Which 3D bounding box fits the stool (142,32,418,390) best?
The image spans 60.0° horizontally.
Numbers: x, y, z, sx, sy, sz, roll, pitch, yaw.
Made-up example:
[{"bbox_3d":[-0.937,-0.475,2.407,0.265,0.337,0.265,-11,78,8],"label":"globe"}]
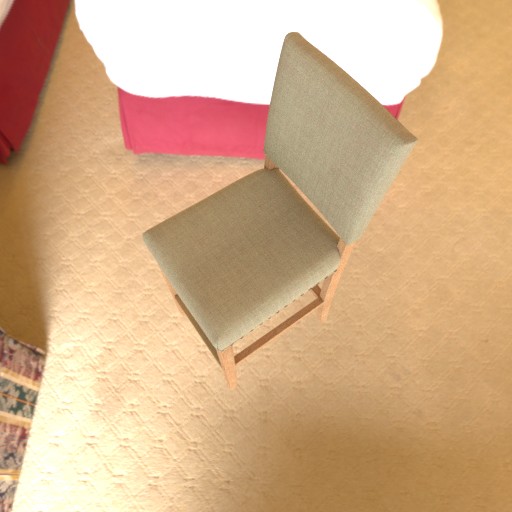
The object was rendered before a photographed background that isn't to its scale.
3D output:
[{"bbox_3d":[0.000,0.000,1.495,0.585,1.203,0.445,-32,68,-15],"label":"stool"}]
